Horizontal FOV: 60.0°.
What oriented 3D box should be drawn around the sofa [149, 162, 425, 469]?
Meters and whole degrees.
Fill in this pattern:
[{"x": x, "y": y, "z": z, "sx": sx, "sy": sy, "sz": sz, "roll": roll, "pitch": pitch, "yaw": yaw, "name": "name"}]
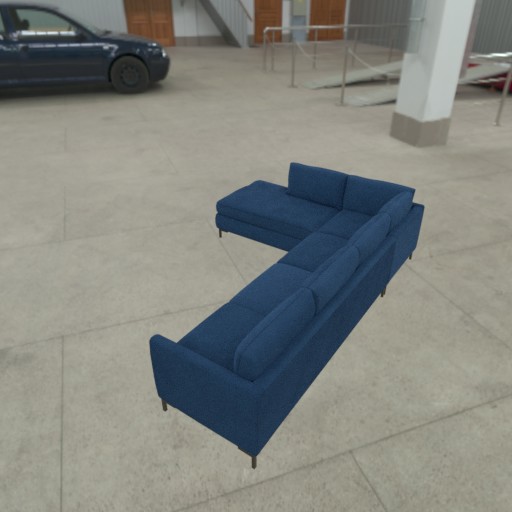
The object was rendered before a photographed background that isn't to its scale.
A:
[{"x": 0.000, "y": 0.000, "z": 3.862, "sx": 2.007, "sy": 0.815, "sz": 2.949, "roll": 19, "pitch": 36, "yaw": 29, "name": "sofa"}]
